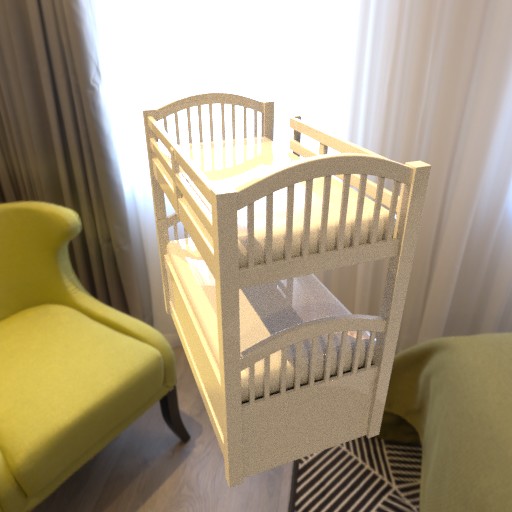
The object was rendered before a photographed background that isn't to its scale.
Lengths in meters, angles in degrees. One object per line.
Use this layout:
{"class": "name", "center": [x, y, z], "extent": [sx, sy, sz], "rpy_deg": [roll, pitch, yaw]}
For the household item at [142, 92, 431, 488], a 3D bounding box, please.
{"class": "household item", "center": [0.000, 0.000, 3.282], "extent": [1.143, 2.032, 2.032], "rpy_deg": [-11, 30, -19]}
